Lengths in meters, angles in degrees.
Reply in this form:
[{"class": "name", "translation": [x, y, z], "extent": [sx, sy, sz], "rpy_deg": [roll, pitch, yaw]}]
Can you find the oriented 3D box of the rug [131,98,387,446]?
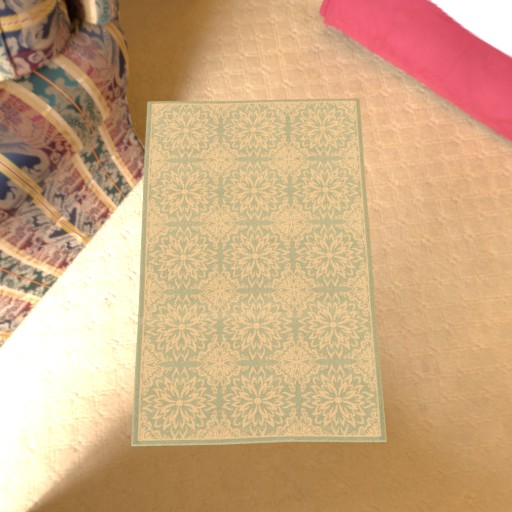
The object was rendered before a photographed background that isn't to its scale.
[{"class": "rug", "translation": [0.000, 0.000, 3.471], "extent": [1.819, 0.018, 2.746], "rpy_deg": [-1, 76, 0]}]
